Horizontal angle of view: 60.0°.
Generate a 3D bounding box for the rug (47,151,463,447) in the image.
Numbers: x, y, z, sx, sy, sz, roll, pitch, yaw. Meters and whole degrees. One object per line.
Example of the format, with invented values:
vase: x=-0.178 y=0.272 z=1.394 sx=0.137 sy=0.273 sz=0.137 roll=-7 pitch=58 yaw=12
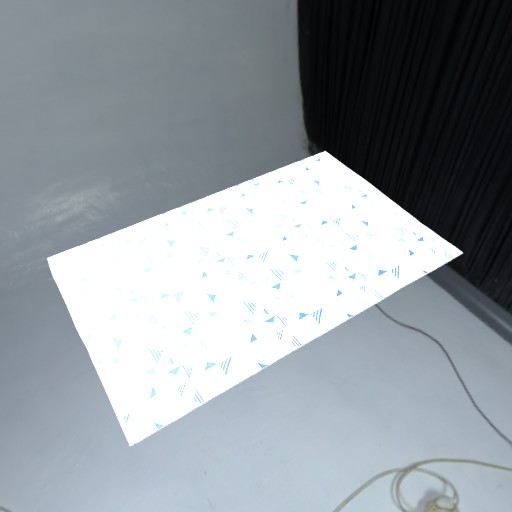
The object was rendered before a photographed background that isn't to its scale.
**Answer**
rug: x=0.000 y=0.000 z=3.058 sx=2.457 sy=0.009 sz=1.512 roll=-25 pitch=51 yaw=-22
